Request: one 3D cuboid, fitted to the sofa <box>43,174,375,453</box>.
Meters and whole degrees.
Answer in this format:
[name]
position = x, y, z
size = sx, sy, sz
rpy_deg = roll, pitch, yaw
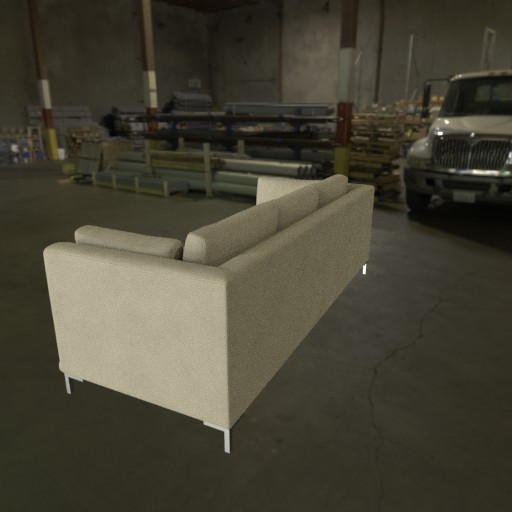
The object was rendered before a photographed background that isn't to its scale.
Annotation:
[sofa]
position = 0.000, 0.000, 2.887
size = 0.969, 0.867, 2.415
rpy_deg = 9, 20, 25
